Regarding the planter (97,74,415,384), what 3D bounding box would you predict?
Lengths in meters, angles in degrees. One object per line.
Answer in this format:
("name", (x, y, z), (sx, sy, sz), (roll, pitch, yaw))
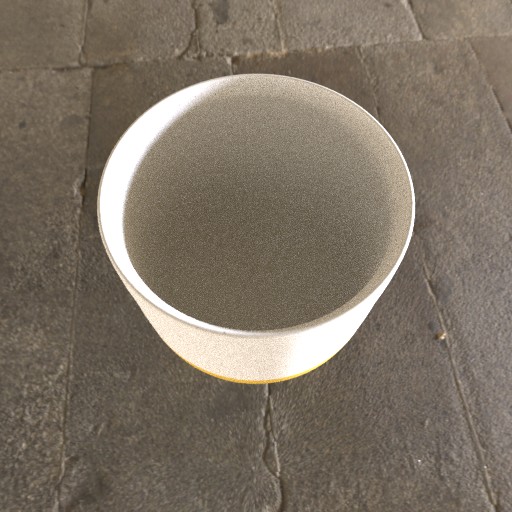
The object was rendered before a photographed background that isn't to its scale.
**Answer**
("planter", (0.000, 0.000, 0.495), (0.268, 0.270, 0.268), (0, 64, 0))
